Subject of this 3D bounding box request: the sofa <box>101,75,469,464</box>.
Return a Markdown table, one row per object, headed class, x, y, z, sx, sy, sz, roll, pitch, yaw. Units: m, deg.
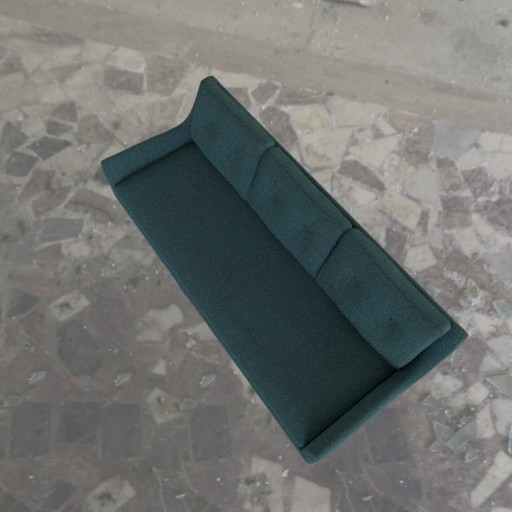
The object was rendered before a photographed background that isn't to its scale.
| class | x | y | z | sx | sy | sz | roll | pitch | yaw |
| --- | --- | --- | --- | --- | --- | --- | --- | --- | --- |
| sofa | 0.000 | 0.000 | 2.501 | 0.849 | 0.837 | 2.060 | -33 | 68 | -16 |
